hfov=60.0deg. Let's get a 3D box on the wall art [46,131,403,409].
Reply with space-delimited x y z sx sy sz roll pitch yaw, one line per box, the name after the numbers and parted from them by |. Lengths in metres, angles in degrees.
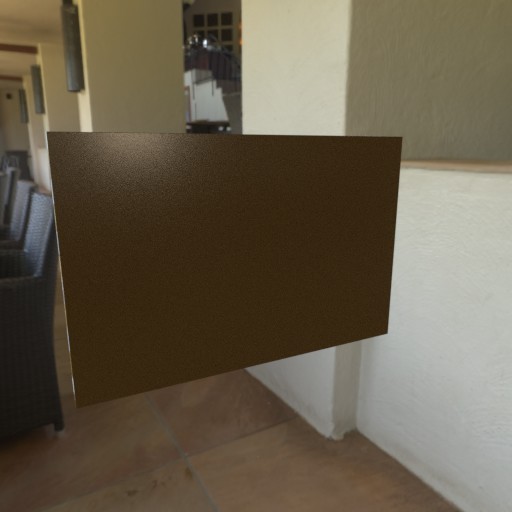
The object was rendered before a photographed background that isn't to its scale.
0.000 0.000 1.155 0.932 0.610 0.027 -7 15 -26 | wall art
